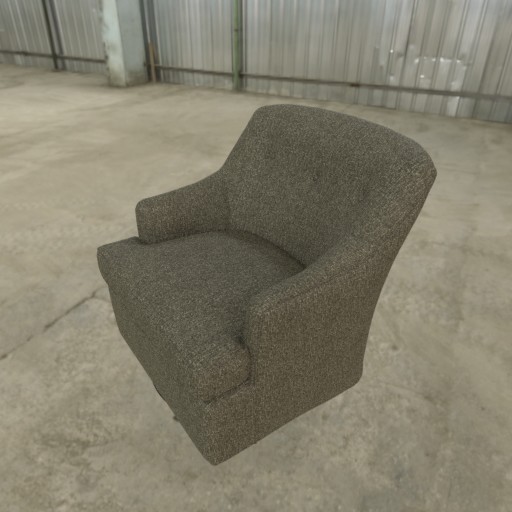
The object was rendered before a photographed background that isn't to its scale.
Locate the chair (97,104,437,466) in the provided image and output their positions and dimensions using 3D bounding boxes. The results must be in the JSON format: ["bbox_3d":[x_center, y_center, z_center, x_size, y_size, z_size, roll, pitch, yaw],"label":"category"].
[{"bbox_3d":[0.000,0.000,1.575,0.923,0.856,0.864,-21,37,-30],"label":"chair"}]
